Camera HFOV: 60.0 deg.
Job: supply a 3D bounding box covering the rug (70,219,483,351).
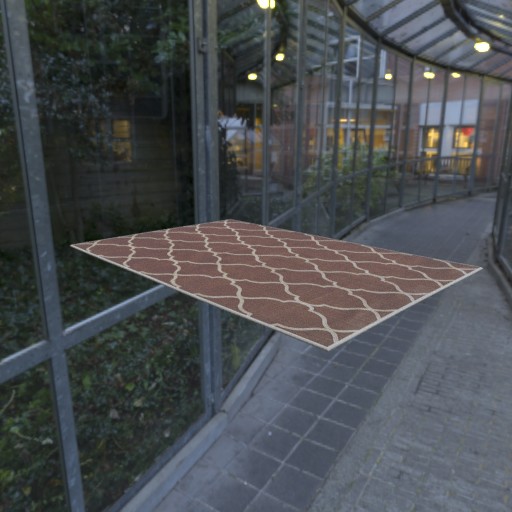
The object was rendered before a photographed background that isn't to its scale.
[{"bbox_3d":[0.000,0.000,2.905,1.528,0.014,2.294,-14,20,-42],"label":"rug"}]
